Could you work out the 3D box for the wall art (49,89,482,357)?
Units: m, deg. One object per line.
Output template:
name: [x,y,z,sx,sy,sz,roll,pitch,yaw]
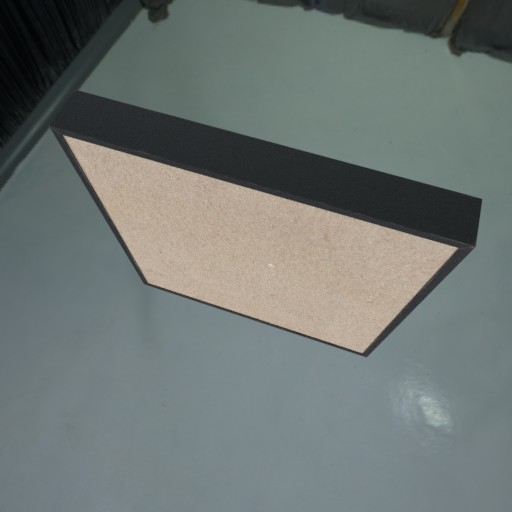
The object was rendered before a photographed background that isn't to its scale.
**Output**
wall art: [0.000,0.000,0.445,0.305,0.305,0.038,17,65,8]
